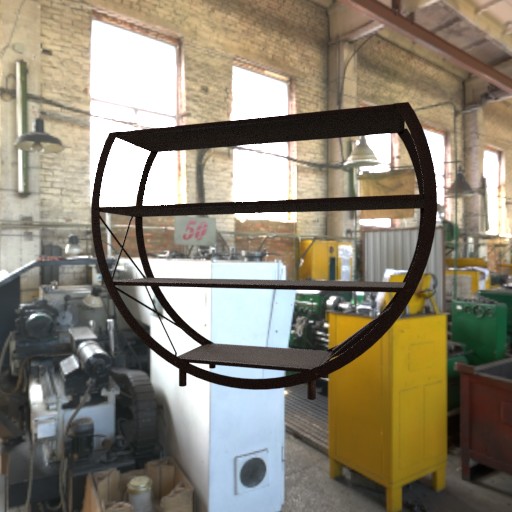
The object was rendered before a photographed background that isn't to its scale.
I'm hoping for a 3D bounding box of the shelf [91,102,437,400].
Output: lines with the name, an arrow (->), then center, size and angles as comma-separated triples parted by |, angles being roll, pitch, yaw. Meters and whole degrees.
shelf -> 0.000, 0.000, 1.877 | 1.403, 1.063, 0.344 | 0, 0, 18
